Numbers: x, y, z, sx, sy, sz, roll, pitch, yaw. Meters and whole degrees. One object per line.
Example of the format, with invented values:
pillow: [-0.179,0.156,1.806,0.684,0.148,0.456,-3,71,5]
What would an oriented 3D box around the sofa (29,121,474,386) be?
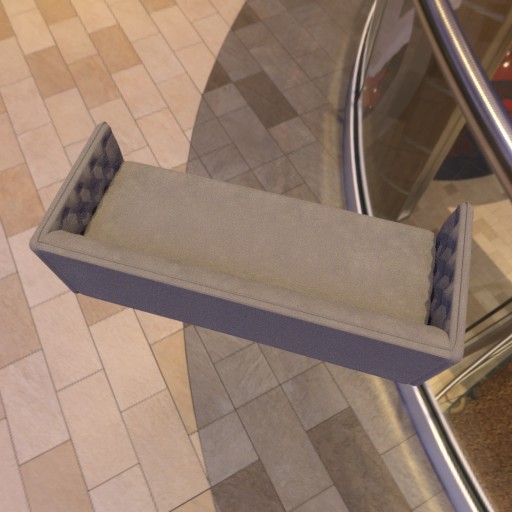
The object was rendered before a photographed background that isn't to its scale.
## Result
sofa: [0.000,0.000,2.619,2.209,0.771,0.895,14,64,7]
